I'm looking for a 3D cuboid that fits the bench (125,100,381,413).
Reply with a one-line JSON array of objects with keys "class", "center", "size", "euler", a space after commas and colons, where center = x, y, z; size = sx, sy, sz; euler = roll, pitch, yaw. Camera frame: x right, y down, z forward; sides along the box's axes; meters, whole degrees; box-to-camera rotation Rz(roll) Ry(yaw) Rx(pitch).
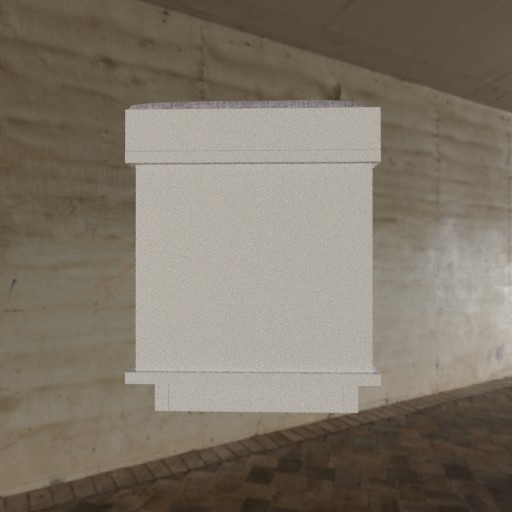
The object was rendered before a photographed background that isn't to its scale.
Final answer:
[{"class": "bench", "center": [0.000, 0.000, 0.974], "size": [0.362, 0.461, 0.734], "euler": [0, 0, 2]}]
